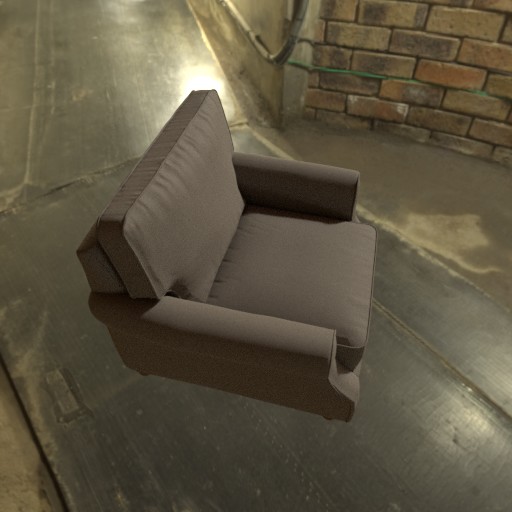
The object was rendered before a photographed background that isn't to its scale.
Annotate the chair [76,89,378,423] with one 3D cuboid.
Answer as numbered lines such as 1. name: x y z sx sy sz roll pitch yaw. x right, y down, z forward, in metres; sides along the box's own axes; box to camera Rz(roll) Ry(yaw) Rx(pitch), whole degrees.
1. chair: 0.000 0.000 1.775 0.966 0.967 1.029 10 48 10
